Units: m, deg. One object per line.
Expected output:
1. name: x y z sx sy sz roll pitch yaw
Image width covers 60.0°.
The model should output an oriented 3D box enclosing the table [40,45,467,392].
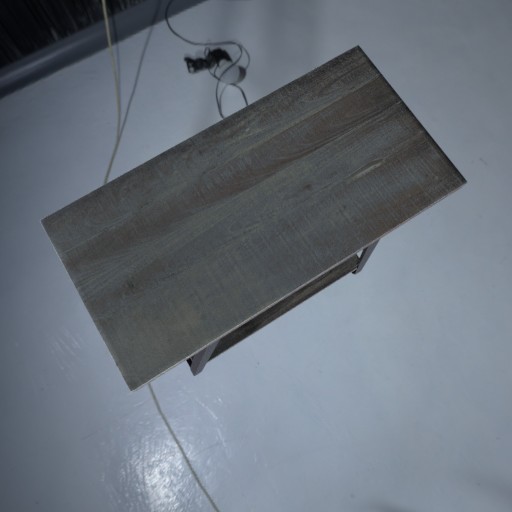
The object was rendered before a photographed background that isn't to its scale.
1. table: 0.000 0.000 1.028 0.599 0.701 0.300 -31 78 -7
